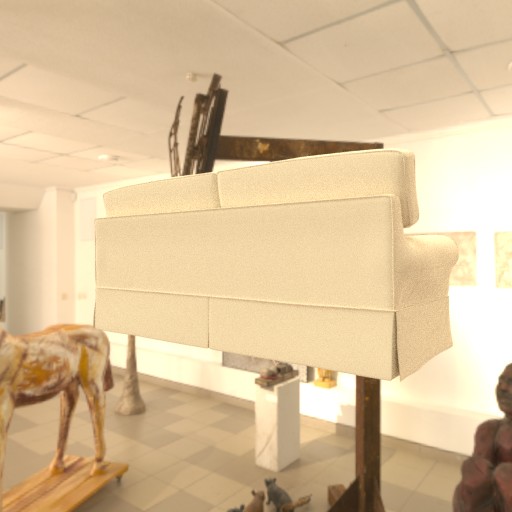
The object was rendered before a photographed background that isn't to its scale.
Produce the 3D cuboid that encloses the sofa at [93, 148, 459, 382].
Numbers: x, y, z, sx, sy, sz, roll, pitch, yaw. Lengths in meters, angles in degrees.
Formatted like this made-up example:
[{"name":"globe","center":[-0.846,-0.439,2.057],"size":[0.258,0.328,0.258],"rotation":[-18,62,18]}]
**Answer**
[{"name":"sofa","center":[0.000,0.000,2.563],"size":[2.021,0.937,0.862],"rotation":[0,1,37]}]
